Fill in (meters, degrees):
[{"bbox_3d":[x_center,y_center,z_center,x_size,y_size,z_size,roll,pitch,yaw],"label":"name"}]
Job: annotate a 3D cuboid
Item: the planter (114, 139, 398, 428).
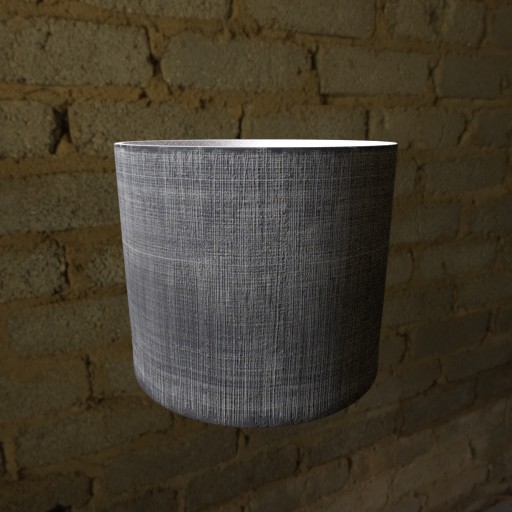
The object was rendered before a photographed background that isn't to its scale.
[{"bbox_3d":[0.000,0.000,0.444,0.254,0.221,0.254,0,16,0],"label":"planter"}]
